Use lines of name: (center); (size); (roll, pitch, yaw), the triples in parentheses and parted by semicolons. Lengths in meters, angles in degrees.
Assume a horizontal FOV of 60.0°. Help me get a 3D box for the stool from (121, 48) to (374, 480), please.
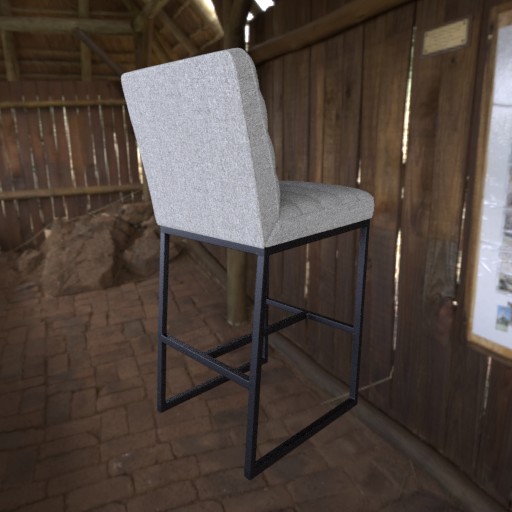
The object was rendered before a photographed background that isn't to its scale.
stool: (0.000, 0.000, 1.327); (0.571, 1.034, 0.459); (-13, 19, -43)
